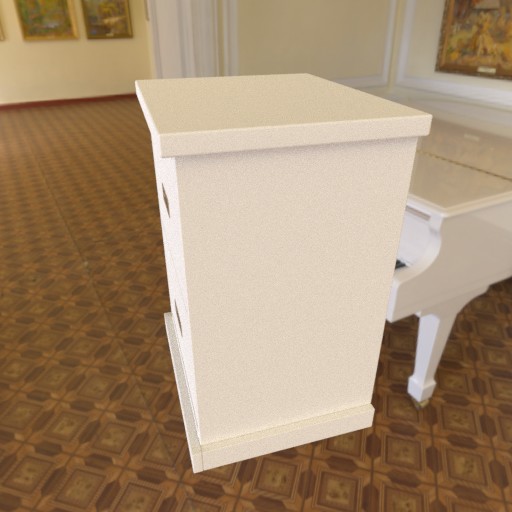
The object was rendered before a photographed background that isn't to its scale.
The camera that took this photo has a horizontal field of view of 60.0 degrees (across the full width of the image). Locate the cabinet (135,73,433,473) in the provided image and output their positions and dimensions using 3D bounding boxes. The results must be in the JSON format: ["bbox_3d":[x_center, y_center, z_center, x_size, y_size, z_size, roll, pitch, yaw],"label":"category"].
[{"bbox_3d":[0.000,0.000,1.039,0.431,0.723,0.520,-8,30,-14],"label":"cabinet"}]
